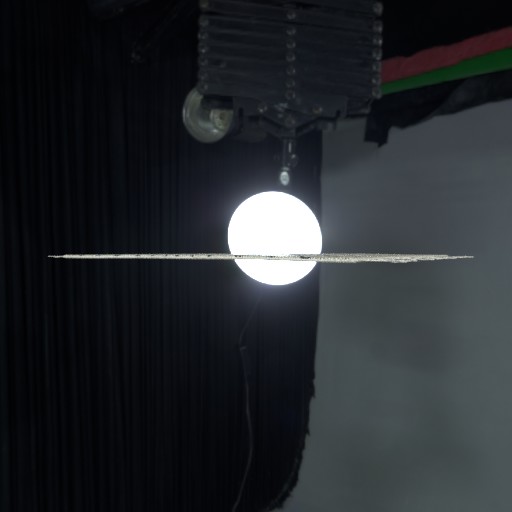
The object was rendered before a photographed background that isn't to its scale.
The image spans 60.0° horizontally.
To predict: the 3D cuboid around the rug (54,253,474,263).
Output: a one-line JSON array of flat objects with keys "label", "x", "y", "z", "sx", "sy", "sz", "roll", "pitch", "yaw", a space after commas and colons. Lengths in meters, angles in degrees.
[{"label": "rug", "x": 0.000, "y": 0.000, "z": 3.172, "sx": 2.615, "sy": 0.029, "sz": 1.664, "roll": 0, "pitch": 1, "yaw": 36}]
